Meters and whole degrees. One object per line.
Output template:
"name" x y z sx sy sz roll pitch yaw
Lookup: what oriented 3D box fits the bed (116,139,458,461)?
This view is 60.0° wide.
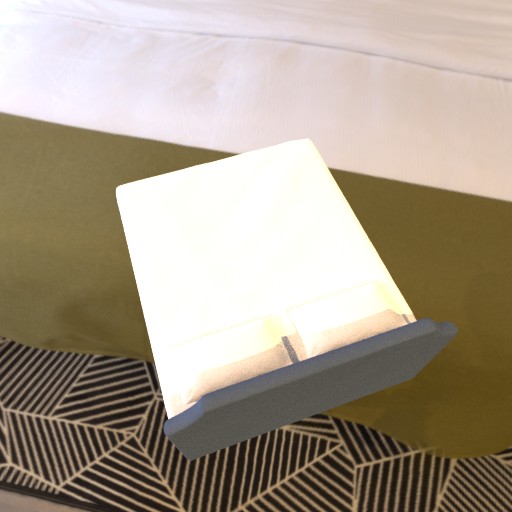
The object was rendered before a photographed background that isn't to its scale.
"bed" 0.000 0.000 4.131 2.350 1.488 2.773 -16 59 -10
